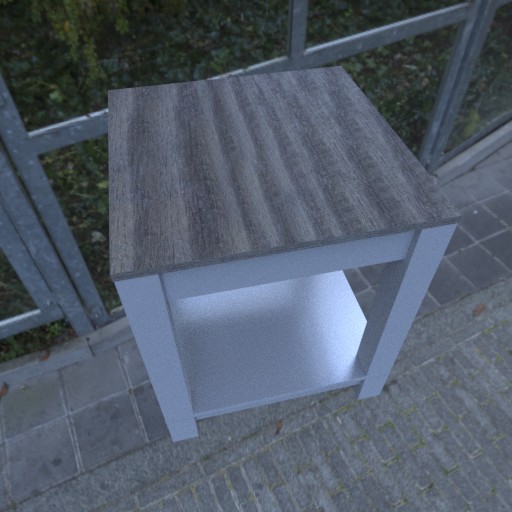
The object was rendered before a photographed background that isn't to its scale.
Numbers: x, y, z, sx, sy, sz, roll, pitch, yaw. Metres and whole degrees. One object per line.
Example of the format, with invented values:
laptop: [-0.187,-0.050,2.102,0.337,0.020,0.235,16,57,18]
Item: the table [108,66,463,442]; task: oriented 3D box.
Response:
table: [0.000,0.000,0.993,0.504,0.587,0.506,-10,48,-9]
